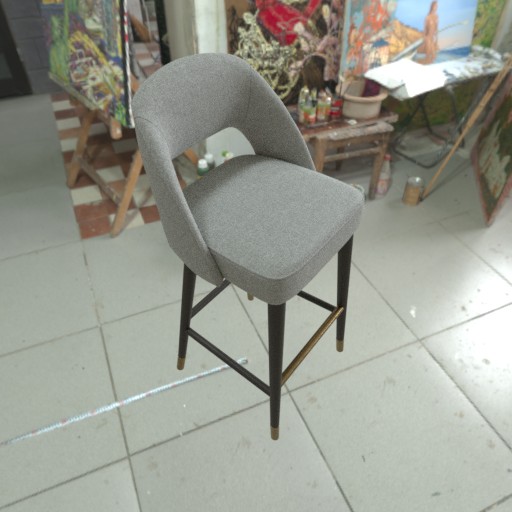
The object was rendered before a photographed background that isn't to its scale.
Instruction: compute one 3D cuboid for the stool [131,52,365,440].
[{"bbox_3d":[0.000,0.000,1.329,0.509,1.037,0.494,28,50,26],"label":"stool"}]
